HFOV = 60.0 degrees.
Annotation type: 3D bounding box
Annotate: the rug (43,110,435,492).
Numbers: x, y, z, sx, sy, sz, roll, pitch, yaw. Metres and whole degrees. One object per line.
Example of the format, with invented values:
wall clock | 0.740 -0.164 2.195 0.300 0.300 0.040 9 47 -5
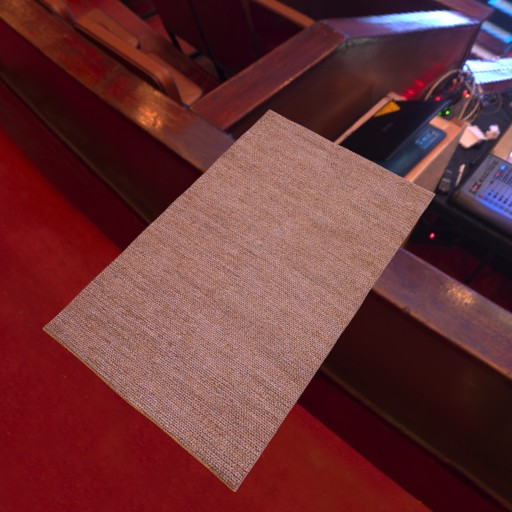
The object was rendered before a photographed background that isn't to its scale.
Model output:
rug | 0.000 0.000 3.034 1.521 0.034 2.438 33 65 17
